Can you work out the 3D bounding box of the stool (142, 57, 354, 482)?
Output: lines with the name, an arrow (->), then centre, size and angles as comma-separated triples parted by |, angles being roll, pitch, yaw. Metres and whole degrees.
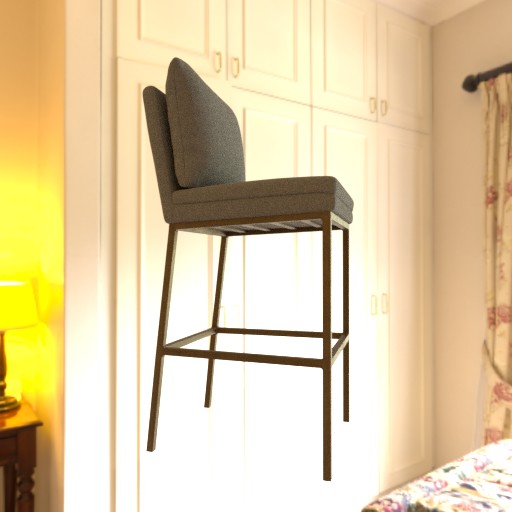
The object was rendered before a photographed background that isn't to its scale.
stool -> 0.000, 0.000, 1.404 | 0.569, 1.132, 0.463 | 0, 0, 18
